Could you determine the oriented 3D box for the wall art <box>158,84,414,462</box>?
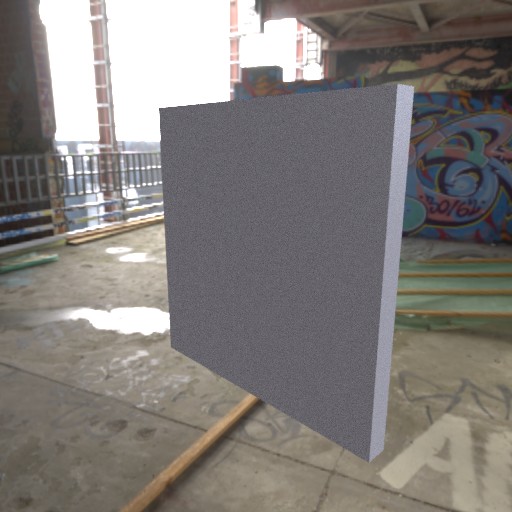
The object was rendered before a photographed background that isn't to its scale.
[{"bbox_3d":[0.000,0.000,0.530,0.027,0.355,0.355,-13,20,-42],"label":"wall art"}]
